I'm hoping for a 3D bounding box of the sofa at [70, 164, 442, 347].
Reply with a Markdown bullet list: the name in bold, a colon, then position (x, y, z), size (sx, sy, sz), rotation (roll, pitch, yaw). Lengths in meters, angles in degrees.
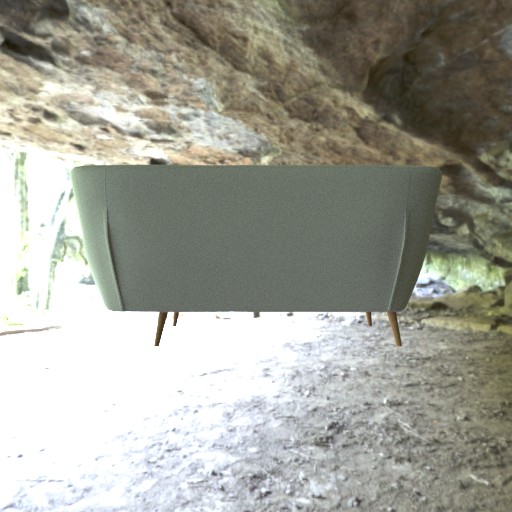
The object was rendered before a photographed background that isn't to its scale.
- **sofa**: position (0.000, 0.000, 2.448), size (1.930, 0.890, 0.899), rotation (0, 1, -1)
